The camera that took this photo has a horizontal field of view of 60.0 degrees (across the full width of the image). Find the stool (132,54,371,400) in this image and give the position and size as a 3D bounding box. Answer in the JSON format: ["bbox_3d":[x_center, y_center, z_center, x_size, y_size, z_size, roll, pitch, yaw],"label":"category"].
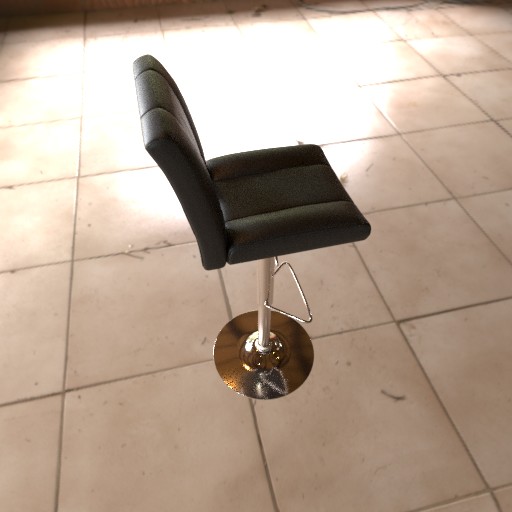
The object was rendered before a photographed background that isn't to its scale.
[{"bbox_3d":[0.000,0.000,1.380,0.520,1.151,0.415,-11,47,-10],"label":"stool"}]
